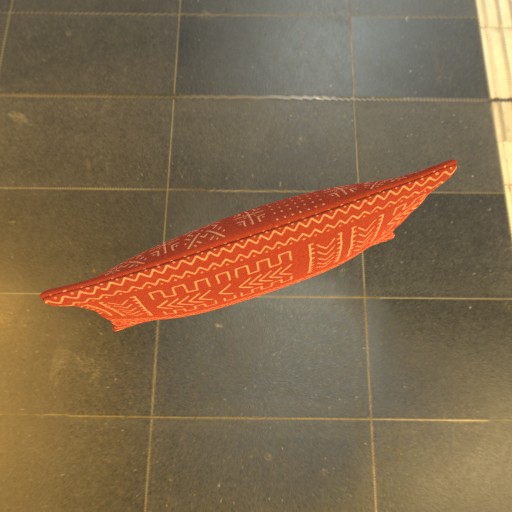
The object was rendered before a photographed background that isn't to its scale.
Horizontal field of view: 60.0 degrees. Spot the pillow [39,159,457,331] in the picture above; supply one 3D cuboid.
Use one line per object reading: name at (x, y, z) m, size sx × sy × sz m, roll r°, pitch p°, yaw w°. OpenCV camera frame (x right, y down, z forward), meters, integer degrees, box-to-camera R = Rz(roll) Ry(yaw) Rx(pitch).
pillow at (0.000, 0.000, 0.796) m, size 0.640 × 0.352 × 0.130 m, roll -18°, pitch 75°, yaw -5°
